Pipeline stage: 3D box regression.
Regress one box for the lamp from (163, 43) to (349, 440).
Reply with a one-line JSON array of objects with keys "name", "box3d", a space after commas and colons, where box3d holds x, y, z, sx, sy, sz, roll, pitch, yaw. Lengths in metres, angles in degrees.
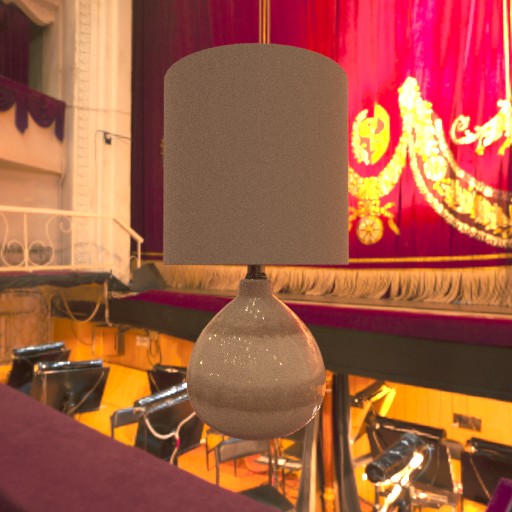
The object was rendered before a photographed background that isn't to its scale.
[{"name": "lamp", "box3d": [0.000, 0.000, 0.529, 0.217, 0.404, 0.217, -1, -1, 36]}]
